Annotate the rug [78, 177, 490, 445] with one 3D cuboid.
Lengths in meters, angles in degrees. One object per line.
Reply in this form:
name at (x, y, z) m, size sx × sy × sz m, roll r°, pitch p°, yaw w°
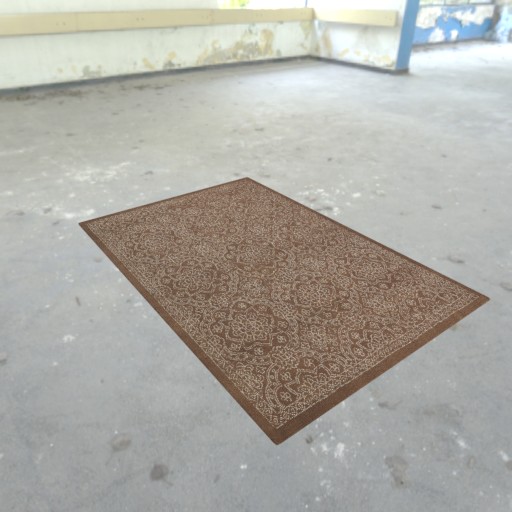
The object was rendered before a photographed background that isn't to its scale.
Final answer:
rug at (0.000, 0.000, 2.265) m, size 1.219 × 0.010 × 1.829 m, roll -21°, pitch 37°, yaw -31°
